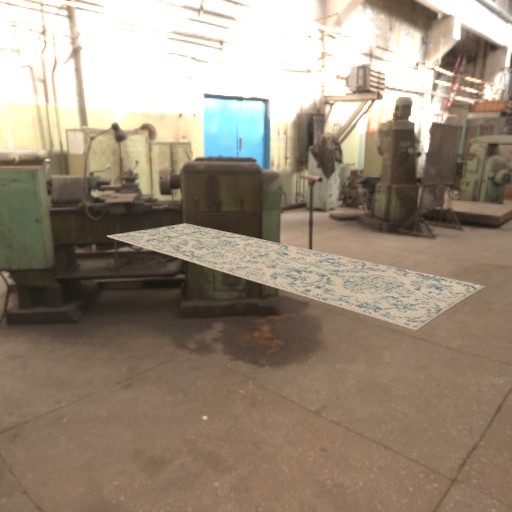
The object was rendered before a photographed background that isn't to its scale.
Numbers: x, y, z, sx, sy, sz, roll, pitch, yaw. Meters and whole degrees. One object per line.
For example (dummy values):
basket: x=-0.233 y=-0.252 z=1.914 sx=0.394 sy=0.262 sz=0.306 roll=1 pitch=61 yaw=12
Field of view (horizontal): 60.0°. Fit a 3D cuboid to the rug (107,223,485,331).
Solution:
rug: x=0.000 y=0.000 z=2.477 sx=2.196 sy=0.011 sz=0.662 roll=14 pitch=20 yaw=43
